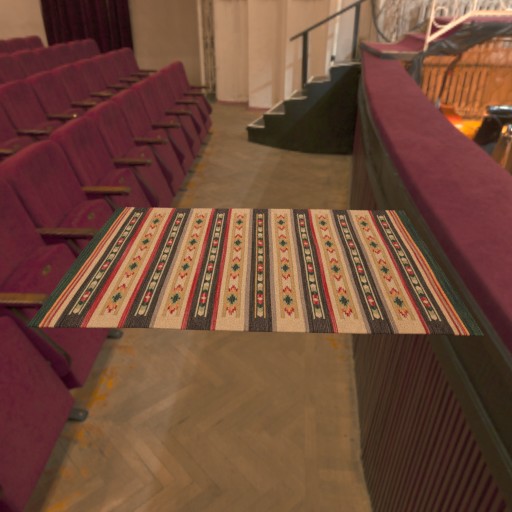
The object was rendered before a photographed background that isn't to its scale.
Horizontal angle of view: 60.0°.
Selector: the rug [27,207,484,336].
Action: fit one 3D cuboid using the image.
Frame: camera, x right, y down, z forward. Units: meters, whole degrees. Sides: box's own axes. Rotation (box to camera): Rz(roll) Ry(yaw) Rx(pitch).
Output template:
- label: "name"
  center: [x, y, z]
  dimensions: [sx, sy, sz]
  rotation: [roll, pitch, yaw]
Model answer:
- label: "rug"
  center: [0.000, 0.000, 2.287]
  dimensions: [1.825, 0.009, 1.221]
  rotation: [1, 29, 2]
